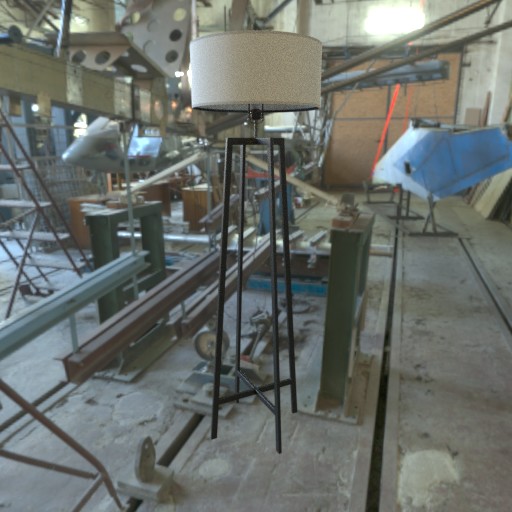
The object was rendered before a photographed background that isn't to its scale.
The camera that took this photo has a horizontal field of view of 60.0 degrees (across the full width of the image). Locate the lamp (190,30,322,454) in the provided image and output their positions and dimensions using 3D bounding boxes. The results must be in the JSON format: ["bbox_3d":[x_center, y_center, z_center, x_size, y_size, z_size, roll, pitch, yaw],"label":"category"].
[{"bbox_3d":[0.000,0.000,1.734,0.457,1.510,0.456,-7,16,-26],"label":"lamp"}]
